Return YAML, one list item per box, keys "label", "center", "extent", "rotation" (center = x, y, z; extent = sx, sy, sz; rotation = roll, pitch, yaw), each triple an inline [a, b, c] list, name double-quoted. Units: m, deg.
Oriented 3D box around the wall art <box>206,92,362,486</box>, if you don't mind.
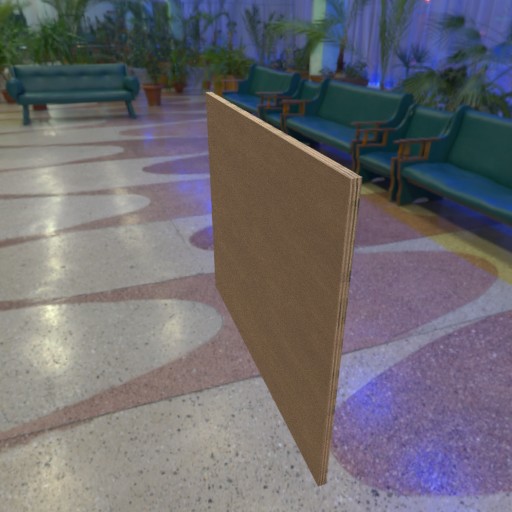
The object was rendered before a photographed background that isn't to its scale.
- label: "wall art"
  center: [0.000, 0.000, 0.680]
  extent: [0.012, 0.408, 0.508]
  rotation: [-10, 30, -17]
